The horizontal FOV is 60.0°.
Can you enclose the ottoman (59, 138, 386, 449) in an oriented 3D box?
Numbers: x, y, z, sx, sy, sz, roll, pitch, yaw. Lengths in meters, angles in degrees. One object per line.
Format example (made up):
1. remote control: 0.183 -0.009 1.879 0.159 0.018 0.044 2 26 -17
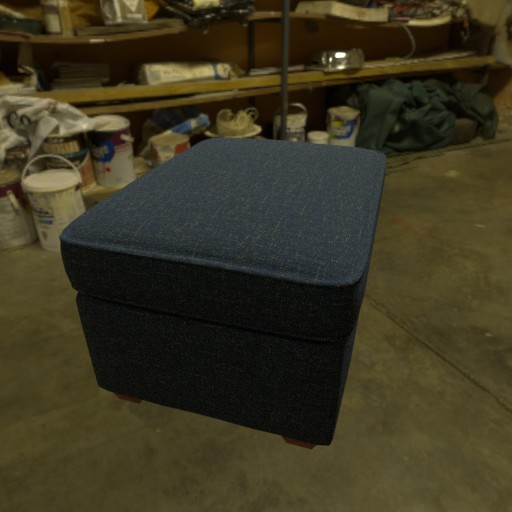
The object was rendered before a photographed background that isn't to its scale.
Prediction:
1. ottoman: 0.000 0.000 1.091 0.549 0.450 0.749 9 31 15
